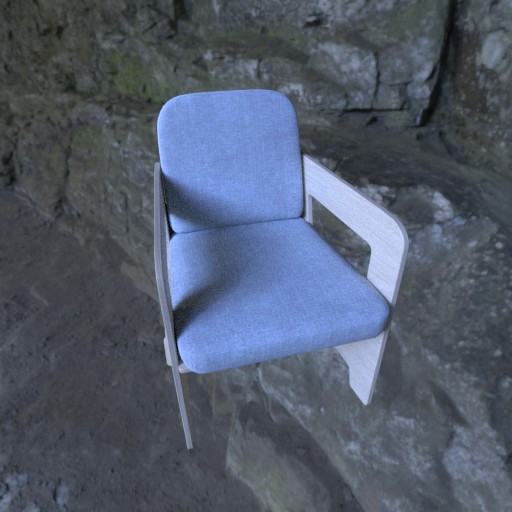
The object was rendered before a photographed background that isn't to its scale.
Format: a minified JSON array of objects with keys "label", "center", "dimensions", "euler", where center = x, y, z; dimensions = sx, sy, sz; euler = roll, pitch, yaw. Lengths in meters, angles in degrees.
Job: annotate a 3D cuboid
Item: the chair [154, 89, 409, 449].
[{"label":"chair","center":[0.000,0.000,1.289],"dimensions":[0.590,0.800,0.710],"euler":[-9,33,-14]}]
